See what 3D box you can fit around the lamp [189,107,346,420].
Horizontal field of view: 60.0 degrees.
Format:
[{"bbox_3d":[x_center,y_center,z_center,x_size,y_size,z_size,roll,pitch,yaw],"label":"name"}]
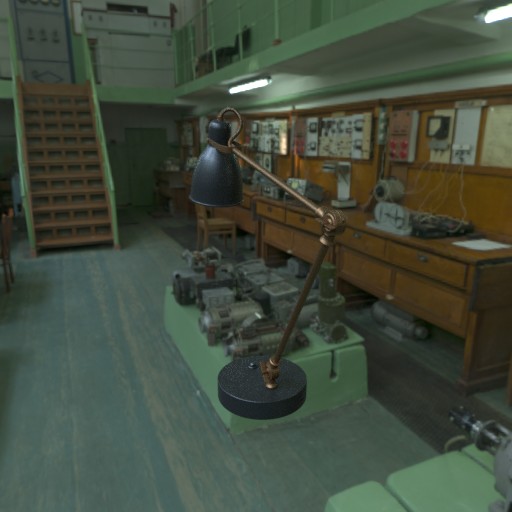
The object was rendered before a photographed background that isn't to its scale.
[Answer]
[{"bbox_3d":[0.000,0.000,0.889,0.187,0.587,0.561,-7,17,-25],"label":"lamp"}]
